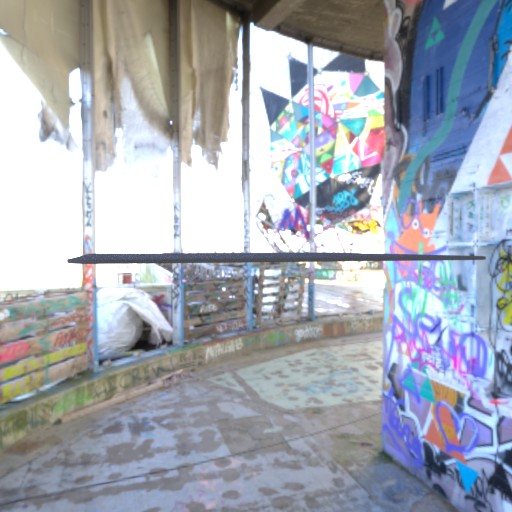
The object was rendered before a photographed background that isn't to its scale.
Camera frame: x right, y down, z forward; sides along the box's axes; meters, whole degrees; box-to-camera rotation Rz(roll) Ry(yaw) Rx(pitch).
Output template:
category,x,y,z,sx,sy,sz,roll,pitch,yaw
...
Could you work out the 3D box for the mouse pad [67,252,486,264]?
category,x,y,z,sx,sy,sz,roll,pitch,yaw
mouse pad,0.000,0.000,0.337,0.249,0.002,0.211,0,1,-17
